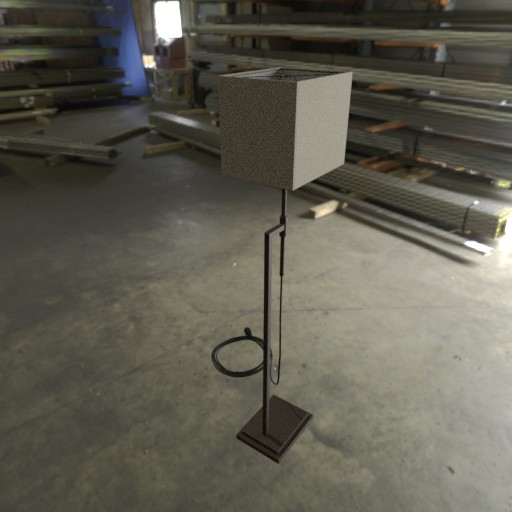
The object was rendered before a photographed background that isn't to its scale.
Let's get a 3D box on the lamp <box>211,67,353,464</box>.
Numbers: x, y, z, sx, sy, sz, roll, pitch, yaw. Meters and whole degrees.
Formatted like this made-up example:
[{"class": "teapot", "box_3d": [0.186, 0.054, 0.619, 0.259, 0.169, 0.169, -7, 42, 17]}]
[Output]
[{"class": "lamp", "box_3d": [0.000, 0.000, 2.023, 0.774, 1.600, 0.698, 18, 33, 31]}]
